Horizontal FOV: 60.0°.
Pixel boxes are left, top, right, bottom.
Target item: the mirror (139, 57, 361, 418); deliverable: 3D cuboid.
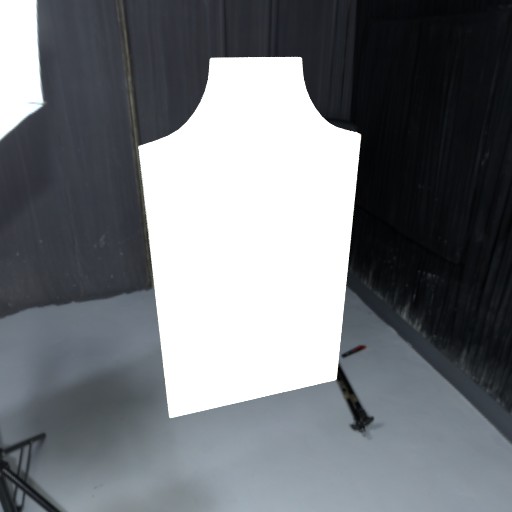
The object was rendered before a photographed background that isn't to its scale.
[{"bbox_3d":[0.000,0.000,0.879,0.403,0.717,0.022,-8,27,-16],"label":"mirror"}]
